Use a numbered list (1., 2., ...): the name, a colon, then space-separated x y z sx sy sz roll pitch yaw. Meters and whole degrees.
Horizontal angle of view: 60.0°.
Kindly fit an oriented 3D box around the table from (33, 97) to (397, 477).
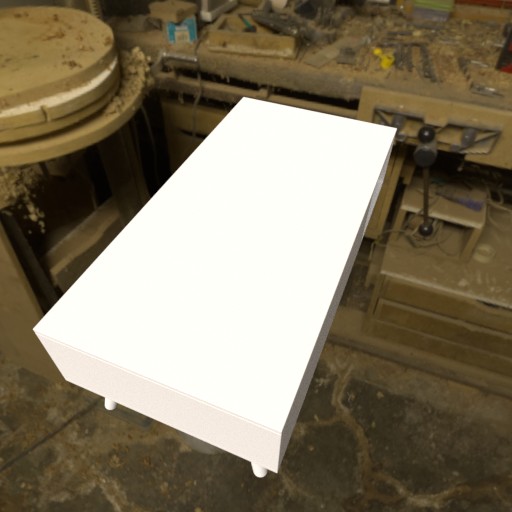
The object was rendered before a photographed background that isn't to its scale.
1. table: 0.000 0.000 1.469 0.609 0.432 1.194 17 49 15
